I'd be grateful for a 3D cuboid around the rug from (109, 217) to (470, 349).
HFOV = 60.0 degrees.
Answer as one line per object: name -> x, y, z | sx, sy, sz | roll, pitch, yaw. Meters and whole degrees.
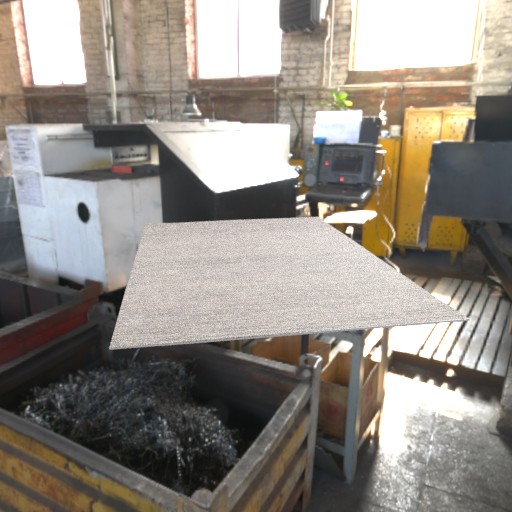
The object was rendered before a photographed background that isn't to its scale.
rug -> 0.000, 0.000, 2.990 | 1.604, 0.030, 2.307 | -3, 17, -9
